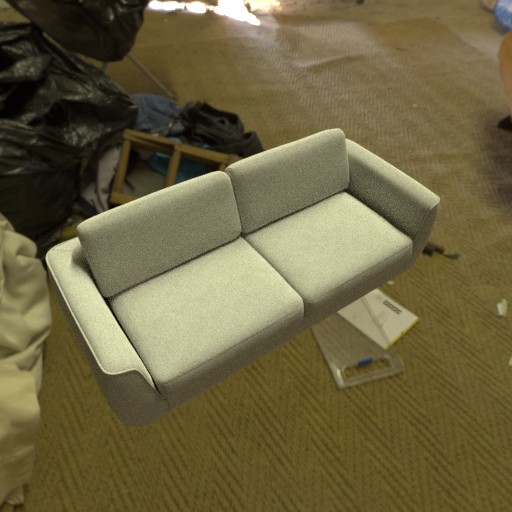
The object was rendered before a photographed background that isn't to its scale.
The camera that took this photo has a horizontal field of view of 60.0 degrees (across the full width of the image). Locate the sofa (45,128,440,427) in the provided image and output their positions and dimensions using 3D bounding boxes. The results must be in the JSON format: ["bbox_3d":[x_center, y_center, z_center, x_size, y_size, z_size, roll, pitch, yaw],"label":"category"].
[{"bbox_3d":[0.000,0.000,2.449,2.000,0.850,0.920,-26,50,-24],"label":"sofa"}]
